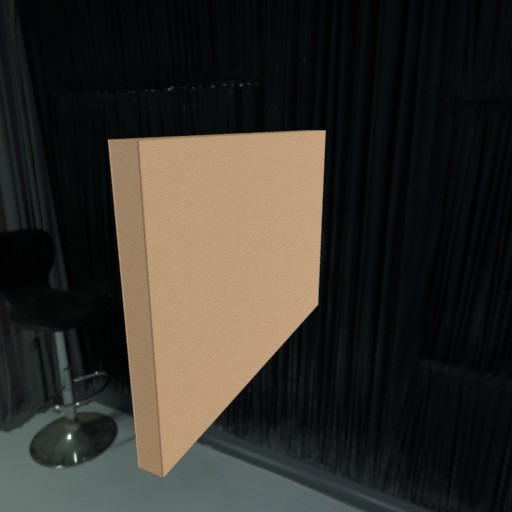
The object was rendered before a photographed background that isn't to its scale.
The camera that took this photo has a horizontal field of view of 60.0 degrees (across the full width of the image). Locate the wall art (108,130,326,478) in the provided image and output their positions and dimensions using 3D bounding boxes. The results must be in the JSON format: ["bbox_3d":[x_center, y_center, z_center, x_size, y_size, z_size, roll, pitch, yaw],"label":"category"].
[{"bbox_3d":[0.000,0.000,0.764,0.039,0.407,0.609,8,19,25],"label":"wall art"}]
